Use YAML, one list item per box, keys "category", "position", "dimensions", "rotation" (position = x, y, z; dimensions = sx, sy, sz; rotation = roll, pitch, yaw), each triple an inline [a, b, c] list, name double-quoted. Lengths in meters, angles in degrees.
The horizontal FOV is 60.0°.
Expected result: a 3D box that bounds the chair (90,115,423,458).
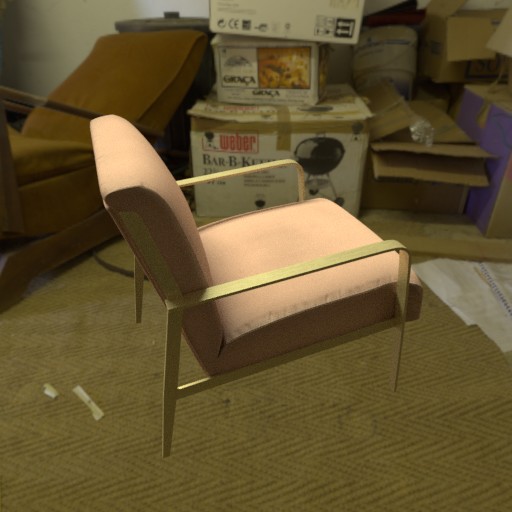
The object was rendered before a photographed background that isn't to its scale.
- category: "chair"
  position: [0.000, 0.000, 1.416]
  dimensions: [0.848, 0.823, 0.701]
  rotation: [-11, 33, -17]
